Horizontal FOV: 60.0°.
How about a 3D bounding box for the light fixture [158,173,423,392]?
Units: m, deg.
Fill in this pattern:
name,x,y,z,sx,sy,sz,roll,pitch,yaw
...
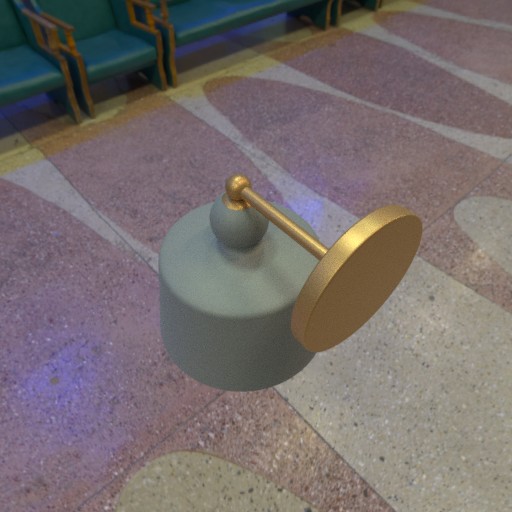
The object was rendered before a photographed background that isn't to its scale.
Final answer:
name,x,y,z,sx,sy,sz,roll,pitch,yaw
light fixture,0.000,0.000,0.444,0.204,0.268,0.254,-31,55,-26
